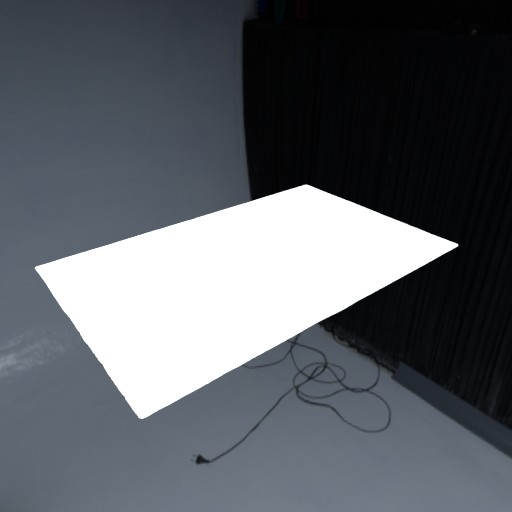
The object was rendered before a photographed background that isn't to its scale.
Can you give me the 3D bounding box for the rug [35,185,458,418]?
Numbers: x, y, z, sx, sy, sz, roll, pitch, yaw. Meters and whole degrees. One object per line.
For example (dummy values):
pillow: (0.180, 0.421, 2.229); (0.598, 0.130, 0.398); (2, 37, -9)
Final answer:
rug: (0.000, 0.000, 2.994); (2.442, 0.010, 1.546); (-21, 36, -33)
